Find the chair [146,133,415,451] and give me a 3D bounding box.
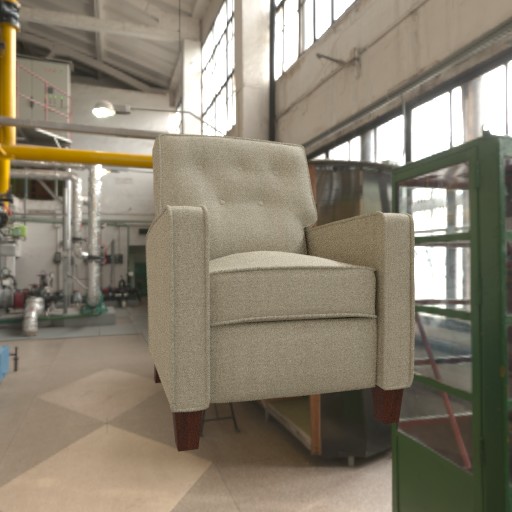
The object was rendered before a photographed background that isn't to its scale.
[{"bbox_3d":[0.000,0.000,1.413,0.648,0.888,0.754,0,0,-18],"label":"chair"}]
